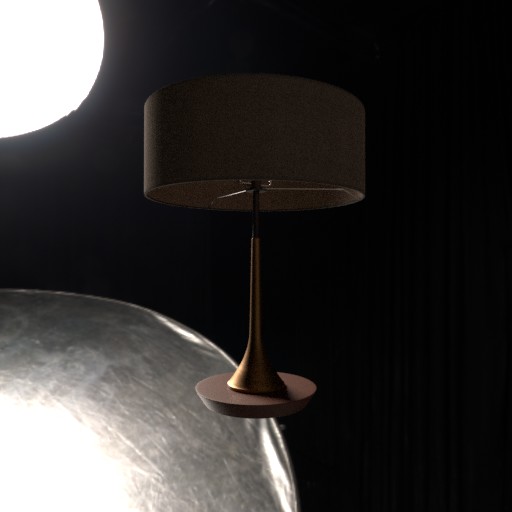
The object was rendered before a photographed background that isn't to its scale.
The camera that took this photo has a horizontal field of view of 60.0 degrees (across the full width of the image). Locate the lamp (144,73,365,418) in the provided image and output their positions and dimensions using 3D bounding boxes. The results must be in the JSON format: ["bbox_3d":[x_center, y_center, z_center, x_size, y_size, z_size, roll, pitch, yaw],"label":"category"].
[{"bbox_3d":[0.000,0.000,0.845,0.417,0.551,0.396,1,-1,-35],"label":"lamp"}]
